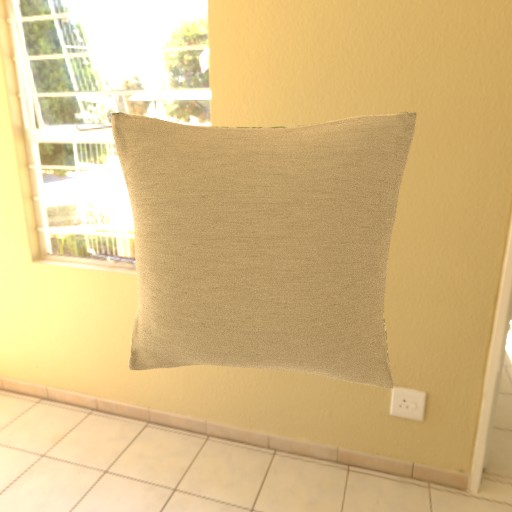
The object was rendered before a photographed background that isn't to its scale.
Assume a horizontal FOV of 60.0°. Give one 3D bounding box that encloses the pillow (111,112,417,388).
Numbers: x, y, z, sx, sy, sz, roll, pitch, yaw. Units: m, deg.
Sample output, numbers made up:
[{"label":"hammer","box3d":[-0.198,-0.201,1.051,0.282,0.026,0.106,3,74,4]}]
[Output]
[{"label":"pillow","box3d":[0.000,0.000,0.676,0.440,0.419,0.162,2,16,8]}]
